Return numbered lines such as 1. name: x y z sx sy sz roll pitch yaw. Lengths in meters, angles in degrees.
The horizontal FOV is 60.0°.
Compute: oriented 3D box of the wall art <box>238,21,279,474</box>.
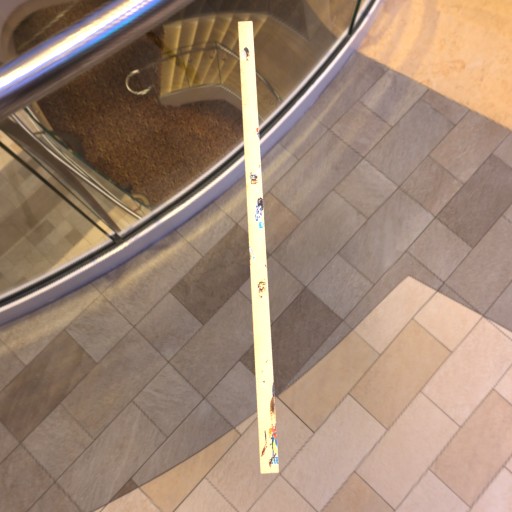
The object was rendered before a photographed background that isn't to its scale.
1. wall art: 0.000 0.000 1.452 0.040 0.769 1.136 -3 77 -1
